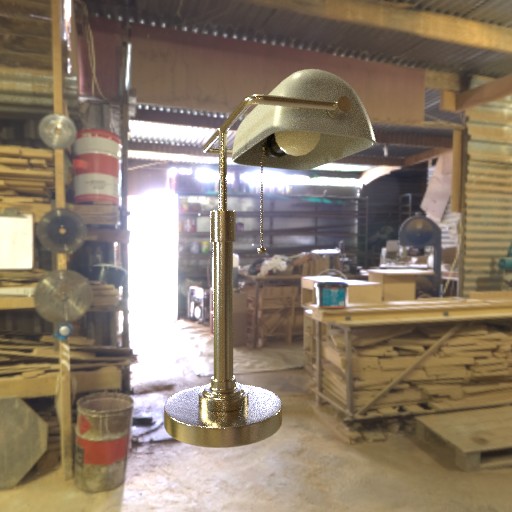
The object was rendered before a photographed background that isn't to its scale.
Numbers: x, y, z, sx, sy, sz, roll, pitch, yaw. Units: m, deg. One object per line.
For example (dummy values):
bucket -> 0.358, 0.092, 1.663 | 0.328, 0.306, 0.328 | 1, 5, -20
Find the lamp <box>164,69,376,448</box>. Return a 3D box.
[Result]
lamp -> 0.000, 0.000, 0.549 | 0.227, 0.404, 0.269 | -1, 2, -16
